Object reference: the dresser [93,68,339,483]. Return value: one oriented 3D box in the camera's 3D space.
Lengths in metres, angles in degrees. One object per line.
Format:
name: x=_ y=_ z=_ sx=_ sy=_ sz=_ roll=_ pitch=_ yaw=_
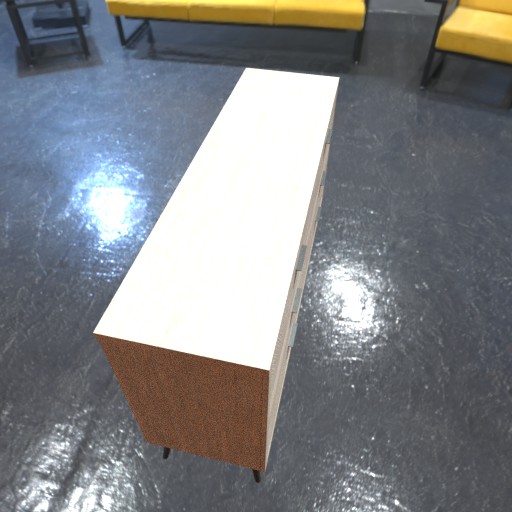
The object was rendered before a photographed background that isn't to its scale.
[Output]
dresser: x=0.000 y=0.000 z=1.887 sx=0.457 sy=0.914 sz=1.524 roll=10 pitch=47 yaw=9
